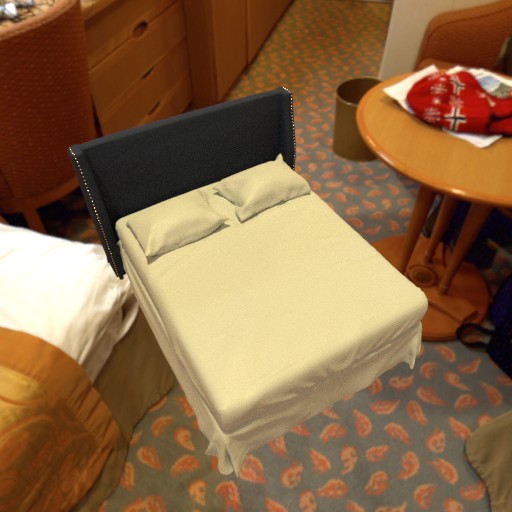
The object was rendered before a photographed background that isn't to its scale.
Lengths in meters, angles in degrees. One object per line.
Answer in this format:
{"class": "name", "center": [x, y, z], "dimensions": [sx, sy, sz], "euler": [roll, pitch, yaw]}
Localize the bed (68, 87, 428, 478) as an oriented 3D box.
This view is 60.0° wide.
{"class": "bed", "center": [0.000, 0.000, 3.385], "dimensions": [1.925, 1.332, 2.276], "euler": [-23, 51, -20]}
